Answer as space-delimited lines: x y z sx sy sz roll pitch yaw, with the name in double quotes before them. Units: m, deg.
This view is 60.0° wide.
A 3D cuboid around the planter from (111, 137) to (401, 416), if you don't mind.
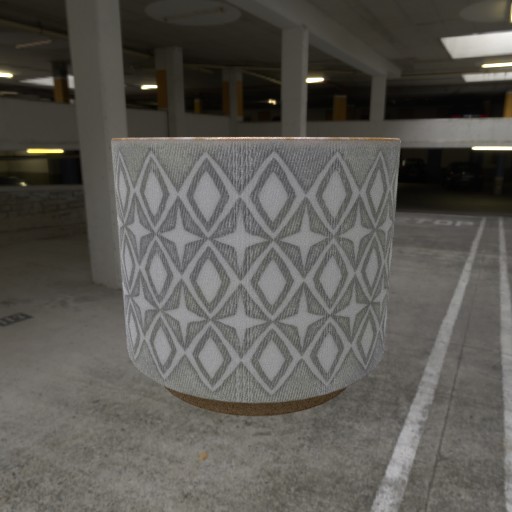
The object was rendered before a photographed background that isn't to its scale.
"planter" 0.000 0.000 0.435 0.255 0.223 0.255 0 14 0
